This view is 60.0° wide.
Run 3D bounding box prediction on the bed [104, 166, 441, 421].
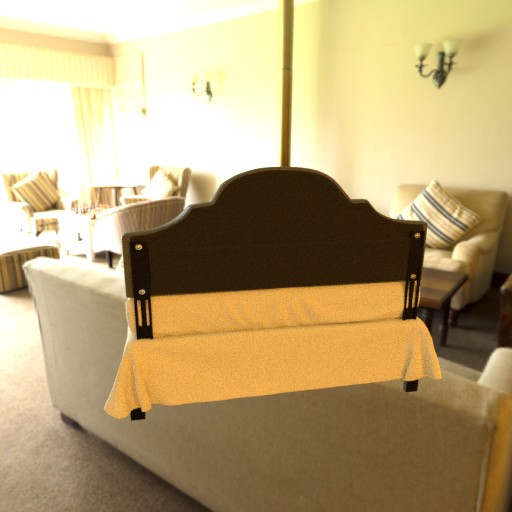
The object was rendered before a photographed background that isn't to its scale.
[{"bbox_3d":[0.000,0.000,3.793,2.303,1.631,2.222,-3,16,-9],"label":"bed"}]
